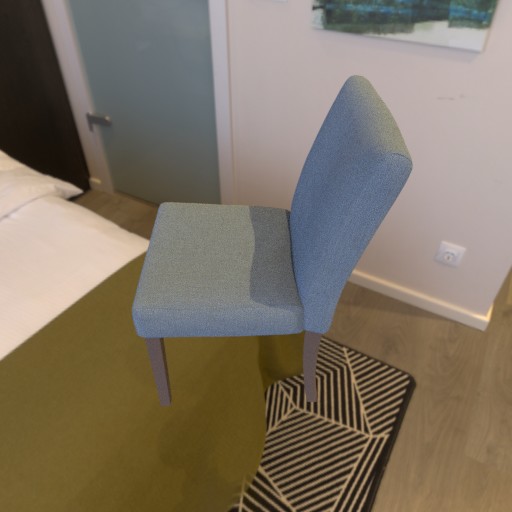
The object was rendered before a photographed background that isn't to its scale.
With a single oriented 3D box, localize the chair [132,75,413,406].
[{"bbox_3d":[0.000,0.000,1.279,0.629,0.882,0.487,0,41,0],"label":"chair"}]
